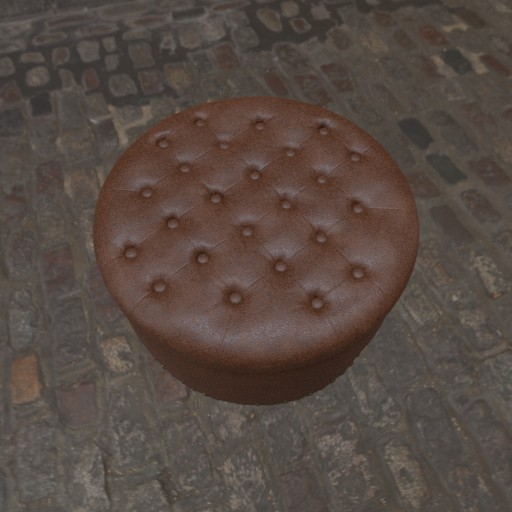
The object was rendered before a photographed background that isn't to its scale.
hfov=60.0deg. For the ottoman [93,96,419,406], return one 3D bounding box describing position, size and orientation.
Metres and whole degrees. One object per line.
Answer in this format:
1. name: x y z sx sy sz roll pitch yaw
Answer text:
1. ottoman: 0.000 0.000 1.037 0.637 0.442 0.637 0 60 0
